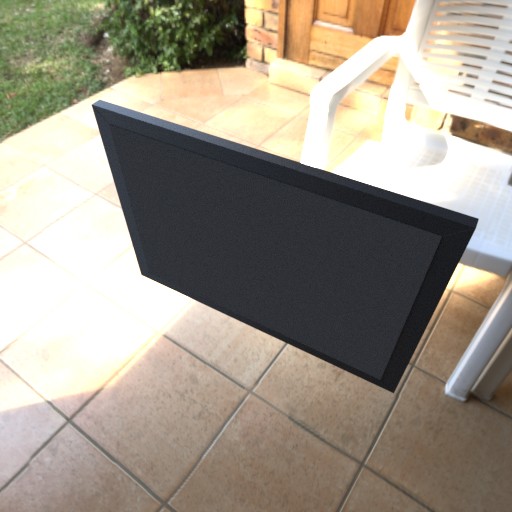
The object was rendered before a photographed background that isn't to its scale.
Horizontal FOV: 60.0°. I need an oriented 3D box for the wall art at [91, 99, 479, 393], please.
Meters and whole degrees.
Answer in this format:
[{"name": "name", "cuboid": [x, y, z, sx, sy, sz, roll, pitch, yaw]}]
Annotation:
[{"name": "wall art", "cuboid": [0.000, 0.000, 0.561, 0.432, 0.306, 0.016, 22, 51, 19]}]
